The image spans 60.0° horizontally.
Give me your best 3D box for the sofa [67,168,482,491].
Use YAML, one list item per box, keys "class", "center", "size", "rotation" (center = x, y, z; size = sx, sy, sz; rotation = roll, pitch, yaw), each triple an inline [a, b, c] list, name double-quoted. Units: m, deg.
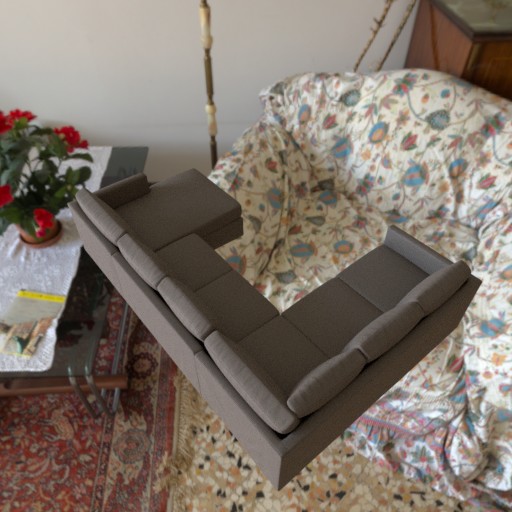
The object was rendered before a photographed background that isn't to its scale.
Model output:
- class: "sofa"
  center: [0.000, 0.000, 4.525]
  size: [2.427, 0.882, 3.460]
  rotation: [-31, 53, -27]
